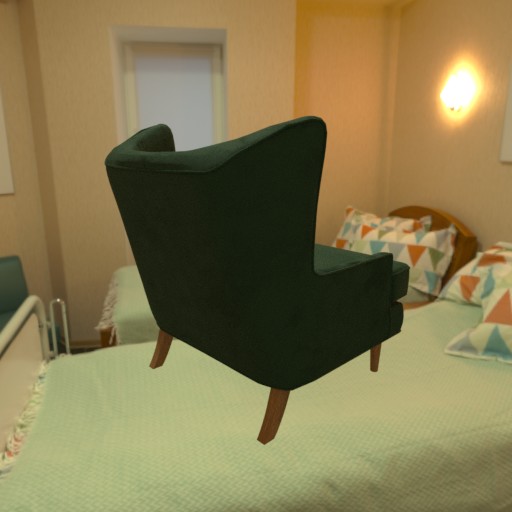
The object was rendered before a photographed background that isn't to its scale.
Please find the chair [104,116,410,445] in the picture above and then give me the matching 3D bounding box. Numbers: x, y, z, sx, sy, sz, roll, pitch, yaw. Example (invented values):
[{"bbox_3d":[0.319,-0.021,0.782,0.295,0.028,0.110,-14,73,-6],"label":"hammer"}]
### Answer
[{"bbox_3d":[0.000,0.000,1.640,0.910,0.952,0.793,-13,20,-42],"label":"chair"}]
